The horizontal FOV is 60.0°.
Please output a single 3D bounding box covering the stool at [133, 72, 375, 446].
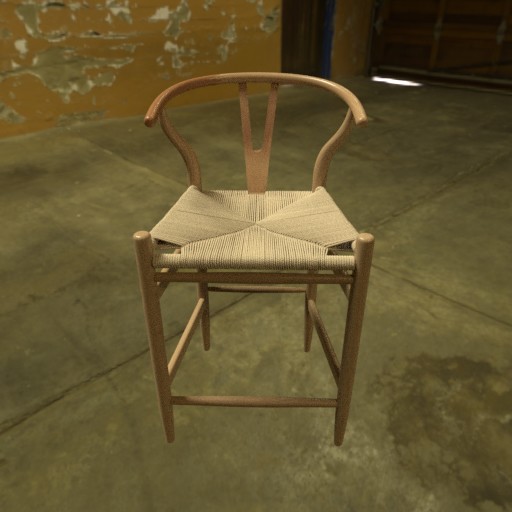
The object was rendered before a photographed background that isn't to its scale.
[{"bbox_3d":[0.000,0.000,1.281,0.536,0.923,0.575,1,29,1],"label":"stool"}]
